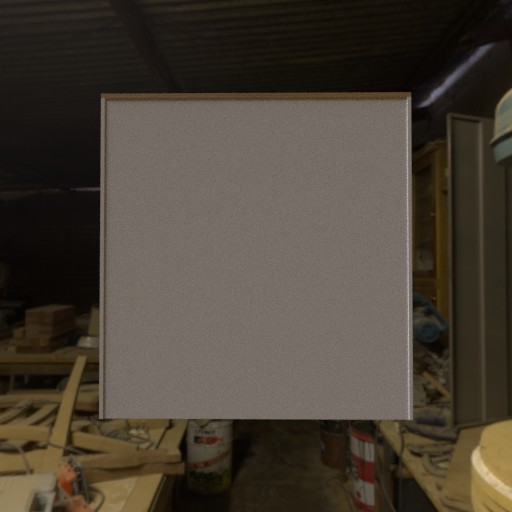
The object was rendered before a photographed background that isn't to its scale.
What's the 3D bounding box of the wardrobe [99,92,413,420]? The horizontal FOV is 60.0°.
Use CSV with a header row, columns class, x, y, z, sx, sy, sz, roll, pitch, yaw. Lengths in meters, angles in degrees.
class,x,y,z,sx,sy,sz,roll,pitch,yaw
wardrobe,0.000,0.000,3.364,2.160,2.260,0.590,0,-1,1
